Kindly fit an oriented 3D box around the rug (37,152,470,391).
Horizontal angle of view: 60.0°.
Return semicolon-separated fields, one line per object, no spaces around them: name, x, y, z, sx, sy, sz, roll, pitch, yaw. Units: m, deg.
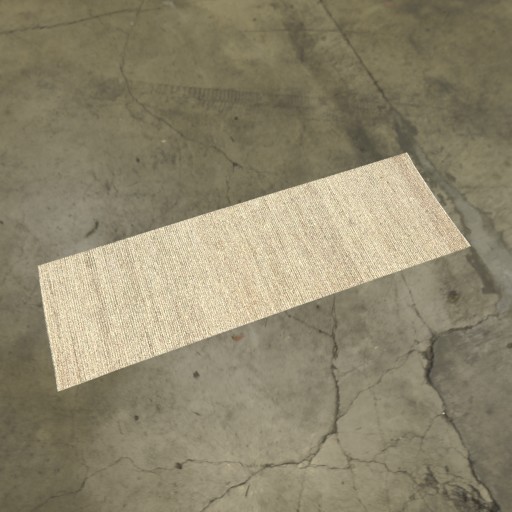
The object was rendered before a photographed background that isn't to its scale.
rug;0.000;0.000;2.549;2.390;0.014;0.741;-18;65;-9
